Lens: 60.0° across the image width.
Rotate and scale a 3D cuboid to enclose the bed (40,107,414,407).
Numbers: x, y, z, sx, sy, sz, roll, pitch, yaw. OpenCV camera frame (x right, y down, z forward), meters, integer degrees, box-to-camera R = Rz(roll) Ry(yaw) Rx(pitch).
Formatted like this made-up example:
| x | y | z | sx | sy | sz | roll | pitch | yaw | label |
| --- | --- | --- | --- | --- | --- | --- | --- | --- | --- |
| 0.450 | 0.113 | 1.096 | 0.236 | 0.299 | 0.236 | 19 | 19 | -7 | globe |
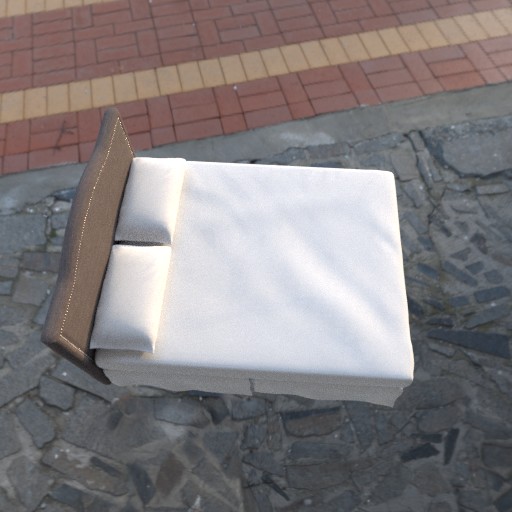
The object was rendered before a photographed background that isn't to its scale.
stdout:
| x | y | z | sx | sy | sz | roll | pitch | yaw | label |
| --- | --- | --- | --- | --- | --- | --- | --- | --- | --- |
| 0.000 | 0.000 | 3.833 | 2.689 | 1.457 | 2.161 | 3 | 64 | 2 | bed |
